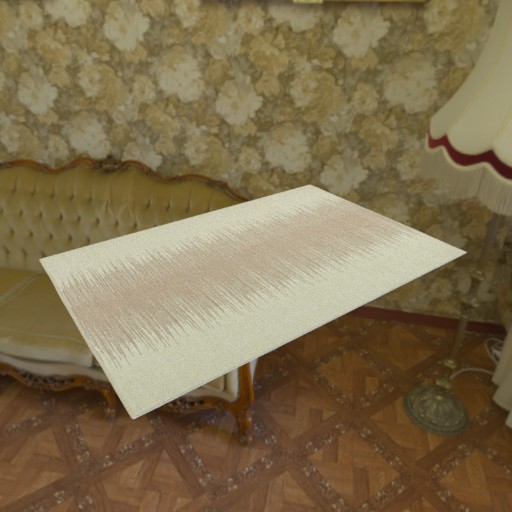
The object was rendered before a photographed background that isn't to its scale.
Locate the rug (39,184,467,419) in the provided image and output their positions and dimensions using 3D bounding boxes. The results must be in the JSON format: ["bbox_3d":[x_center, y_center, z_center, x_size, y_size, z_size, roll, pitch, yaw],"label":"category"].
[{"bbox_3d":[0.000,0.000,2.295,1.850,0.006,1.234,-20,35,-30],"label":"rug"}]
